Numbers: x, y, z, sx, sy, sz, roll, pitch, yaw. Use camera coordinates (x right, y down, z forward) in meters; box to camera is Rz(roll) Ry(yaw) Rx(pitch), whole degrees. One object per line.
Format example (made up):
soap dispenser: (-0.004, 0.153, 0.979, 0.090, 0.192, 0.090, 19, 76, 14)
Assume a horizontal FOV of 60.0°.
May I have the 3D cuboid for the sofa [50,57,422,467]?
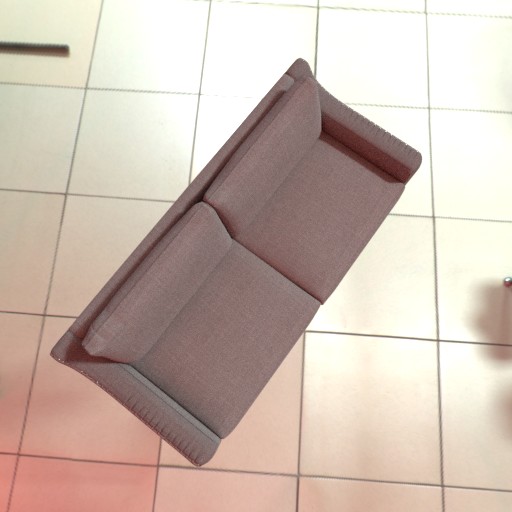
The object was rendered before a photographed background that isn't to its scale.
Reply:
sofa: (0.000, 0.000, 2.665, 1.000, 0.857, 2.208, 36, 78, 9)
